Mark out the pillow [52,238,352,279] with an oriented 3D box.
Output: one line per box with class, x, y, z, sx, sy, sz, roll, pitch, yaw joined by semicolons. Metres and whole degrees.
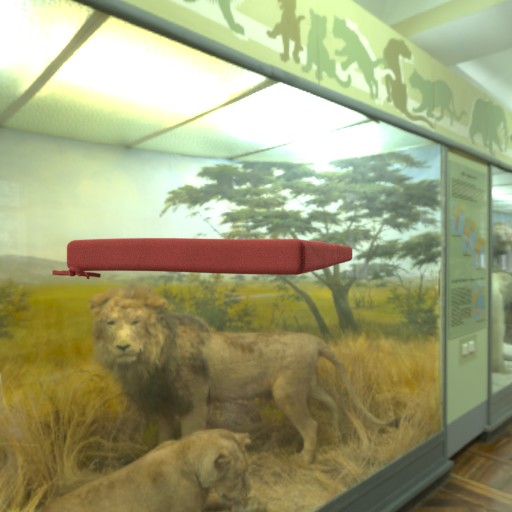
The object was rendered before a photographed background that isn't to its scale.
pillow;0.000;0.000;1.318;0.492;0.081;1.187;0;1;16
